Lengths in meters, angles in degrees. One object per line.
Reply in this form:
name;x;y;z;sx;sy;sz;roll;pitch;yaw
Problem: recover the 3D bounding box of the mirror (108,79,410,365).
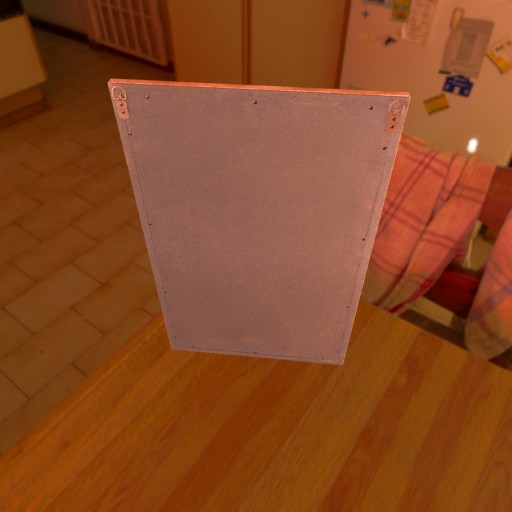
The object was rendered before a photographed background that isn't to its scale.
mirror;0.000;0.000;1.004;0.495;0.787;0.058;4;45;4
